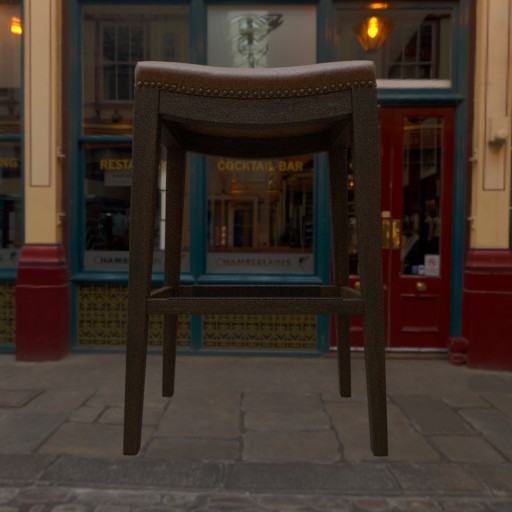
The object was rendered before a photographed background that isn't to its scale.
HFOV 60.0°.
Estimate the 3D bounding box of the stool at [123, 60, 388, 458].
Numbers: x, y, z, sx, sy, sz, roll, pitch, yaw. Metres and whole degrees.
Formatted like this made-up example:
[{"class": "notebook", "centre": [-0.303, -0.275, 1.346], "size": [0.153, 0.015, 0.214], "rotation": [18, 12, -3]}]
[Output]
[{"class": "stool", "centre": [0.000, 0.000, 1.010], "size": [0.500, 0.759, 0.361], "rotation": [0, 1, 0]}]
